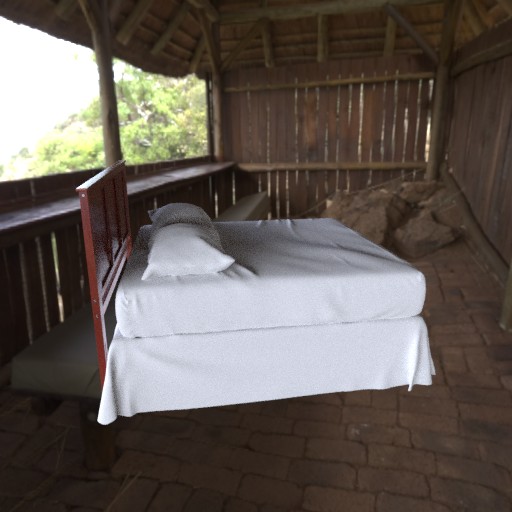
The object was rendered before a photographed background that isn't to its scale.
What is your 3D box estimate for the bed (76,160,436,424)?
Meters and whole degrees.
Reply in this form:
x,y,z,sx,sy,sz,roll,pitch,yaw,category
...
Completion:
x,y,z,sx,sy,sz,roll,pitch,yaw,category
0.000,0.000,3.246,2.050,1.270,1.870,-3,17,-9,bed
